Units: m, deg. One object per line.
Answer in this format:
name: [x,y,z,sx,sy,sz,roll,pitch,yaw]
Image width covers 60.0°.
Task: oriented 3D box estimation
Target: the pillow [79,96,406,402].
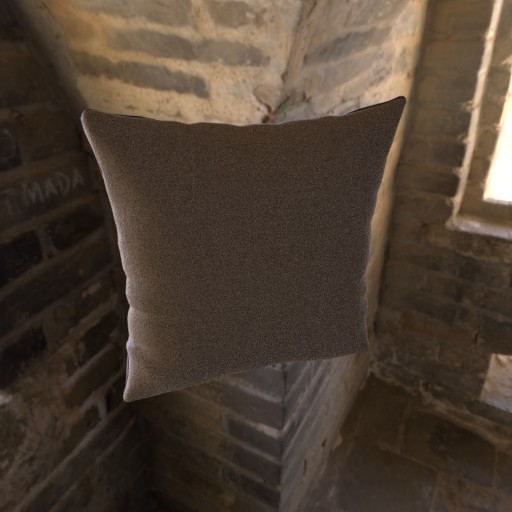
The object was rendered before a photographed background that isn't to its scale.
pillow: [0.000,0.000,0.664,0.440,0.441,0.147,-8,27,-17]
